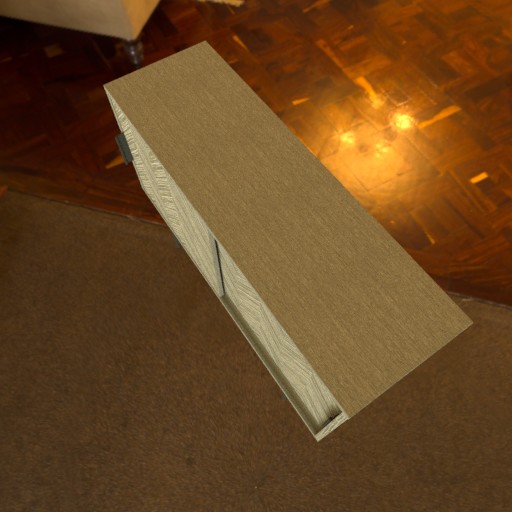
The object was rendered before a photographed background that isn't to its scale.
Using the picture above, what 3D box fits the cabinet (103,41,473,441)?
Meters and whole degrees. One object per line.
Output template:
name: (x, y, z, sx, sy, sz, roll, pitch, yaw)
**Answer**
cabinet: (0.000, 0.000, 1.549, 0.405, 0.787, 1.194, -31, 67, -15)
